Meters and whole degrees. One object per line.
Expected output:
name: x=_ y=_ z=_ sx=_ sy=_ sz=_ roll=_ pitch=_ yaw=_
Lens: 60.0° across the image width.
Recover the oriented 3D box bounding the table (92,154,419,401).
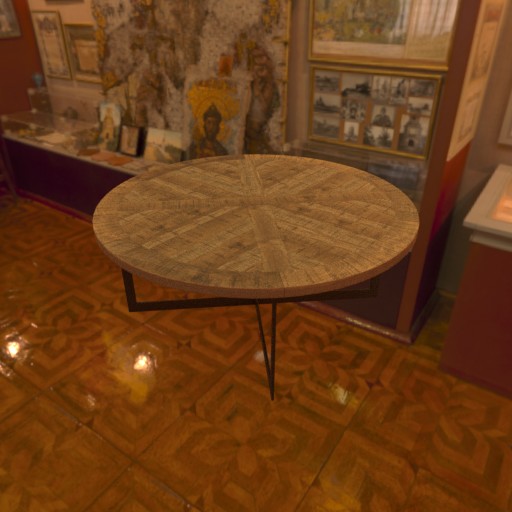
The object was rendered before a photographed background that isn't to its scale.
table: x=0.000 y=0.000 z=1.926 sx=1.264 sy=0.516 sz=1.264 roll=0 pitch=30 yaw=0
